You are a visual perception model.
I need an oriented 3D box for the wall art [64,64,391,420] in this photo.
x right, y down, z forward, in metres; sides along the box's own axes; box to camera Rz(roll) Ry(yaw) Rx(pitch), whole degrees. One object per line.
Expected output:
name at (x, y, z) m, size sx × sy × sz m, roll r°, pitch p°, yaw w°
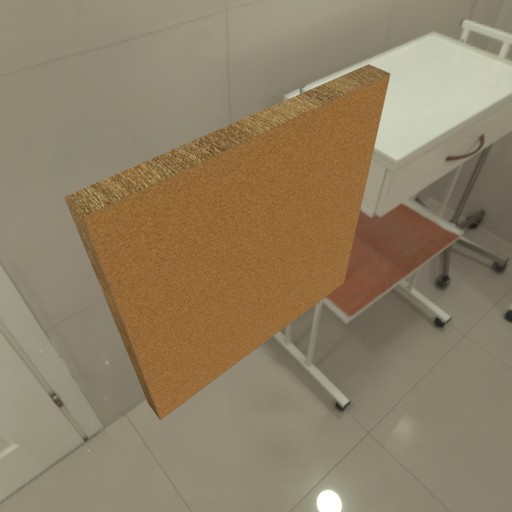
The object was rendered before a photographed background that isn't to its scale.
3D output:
wall art at (0.000, 0.000, 0.610) m, size 0.406 × 0.403 × 0.039 m, roll -32°, pitch 55°, yaw -26°
